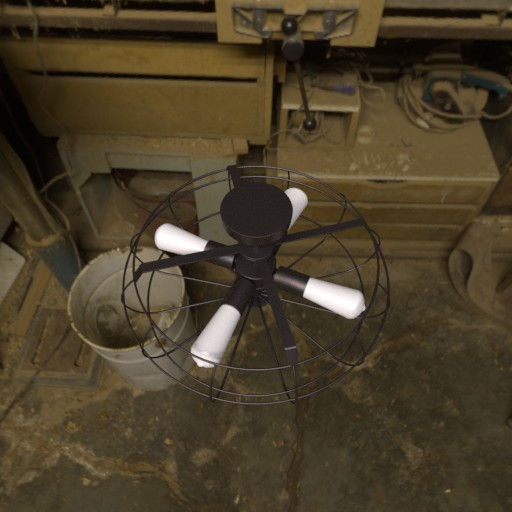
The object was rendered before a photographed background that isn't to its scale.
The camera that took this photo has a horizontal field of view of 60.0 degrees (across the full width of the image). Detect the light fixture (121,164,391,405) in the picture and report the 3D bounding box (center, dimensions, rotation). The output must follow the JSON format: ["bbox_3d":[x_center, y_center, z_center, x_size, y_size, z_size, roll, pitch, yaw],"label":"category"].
[{"bbox_3d":[0.000,0.000,0.929,0.582,0.311,0.582,0,57,0],"label":"light fixture"}]
